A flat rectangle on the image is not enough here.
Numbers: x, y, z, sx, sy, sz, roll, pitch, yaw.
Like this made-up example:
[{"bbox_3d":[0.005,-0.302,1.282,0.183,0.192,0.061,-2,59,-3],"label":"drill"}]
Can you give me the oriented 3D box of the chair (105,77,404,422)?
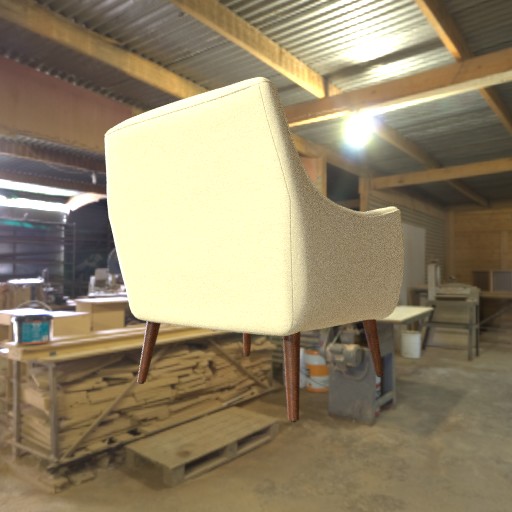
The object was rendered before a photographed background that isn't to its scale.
[{"bbox_3d":[0.000,0.000,1.476,0.762,0.838,0.787,-1,-2,37],"label":"chair"}]
